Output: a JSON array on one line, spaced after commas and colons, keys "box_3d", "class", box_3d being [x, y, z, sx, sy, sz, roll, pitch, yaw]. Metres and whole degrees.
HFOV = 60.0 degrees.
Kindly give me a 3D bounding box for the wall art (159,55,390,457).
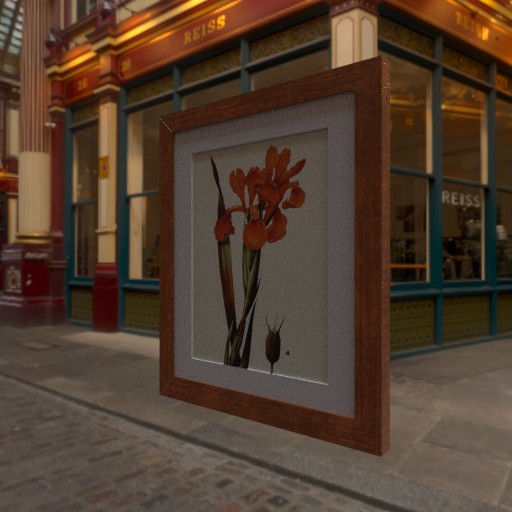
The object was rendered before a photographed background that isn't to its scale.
[{"box_3d": [0.000, 0.000, 0.778, 0.467, 0.567, 0.033, 0, 0, 37], "class": "wall art"}]
